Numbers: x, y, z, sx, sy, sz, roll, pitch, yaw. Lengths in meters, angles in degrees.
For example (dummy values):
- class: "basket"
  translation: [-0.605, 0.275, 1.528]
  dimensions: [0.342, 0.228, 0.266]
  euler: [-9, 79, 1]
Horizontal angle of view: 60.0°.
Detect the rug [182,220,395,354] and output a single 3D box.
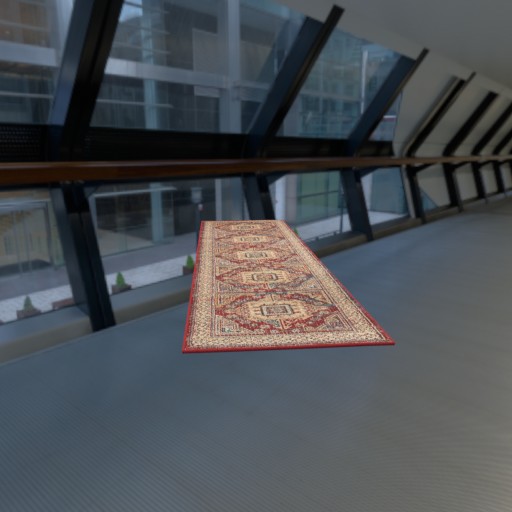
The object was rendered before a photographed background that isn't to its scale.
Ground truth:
- class: "rug"
  translation: [0.000, 0.000, 2.456]
  dimensions: [0.659, 0.015, 2.292]
  euler: [-1, 14, -5]
